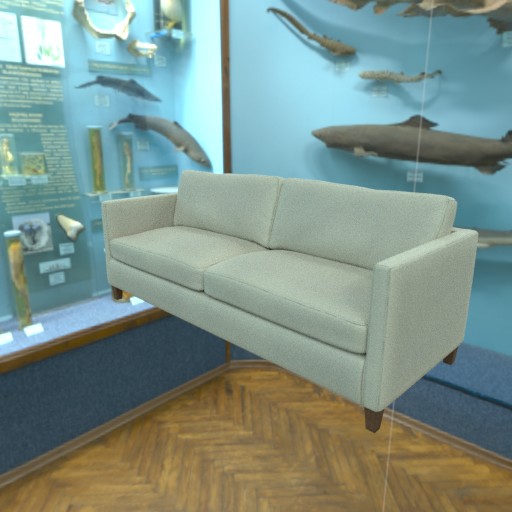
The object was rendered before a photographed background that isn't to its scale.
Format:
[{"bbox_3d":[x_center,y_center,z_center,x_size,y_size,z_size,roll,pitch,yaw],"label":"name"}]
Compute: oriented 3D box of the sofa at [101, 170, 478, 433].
[{"bbox_3d":[0.000,0.000,2.842,2.361,0.968,0.951,15,22,43],"label":"sofa"}]
